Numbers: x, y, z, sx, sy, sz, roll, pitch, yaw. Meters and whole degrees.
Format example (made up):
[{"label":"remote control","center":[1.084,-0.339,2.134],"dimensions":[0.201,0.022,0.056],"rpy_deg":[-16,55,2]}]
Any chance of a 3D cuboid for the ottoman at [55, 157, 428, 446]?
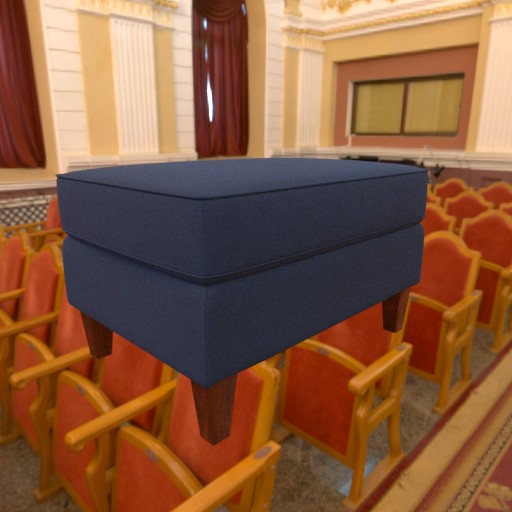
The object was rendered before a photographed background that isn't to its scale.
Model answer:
[{"label":"ottoman","center":[0.000,0.000,1.391],"dimensions":[0.686,0.584,0.965],"rpy_deg":[15,21,43]}]
